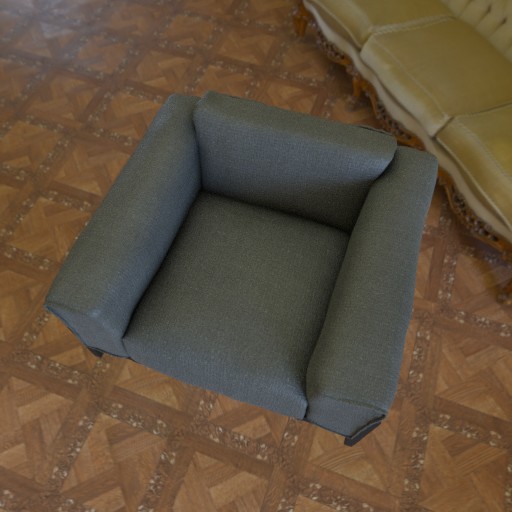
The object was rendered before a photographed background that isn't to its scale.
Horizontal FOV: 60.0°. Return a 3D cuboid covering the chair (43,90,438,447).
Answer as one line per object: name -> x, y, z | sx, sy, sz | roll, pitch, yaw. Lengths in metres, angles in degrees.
chair -> 0.000, 0.000, 1.610 | 1.056, 0.646, 0.969 | 16, 61, 10
